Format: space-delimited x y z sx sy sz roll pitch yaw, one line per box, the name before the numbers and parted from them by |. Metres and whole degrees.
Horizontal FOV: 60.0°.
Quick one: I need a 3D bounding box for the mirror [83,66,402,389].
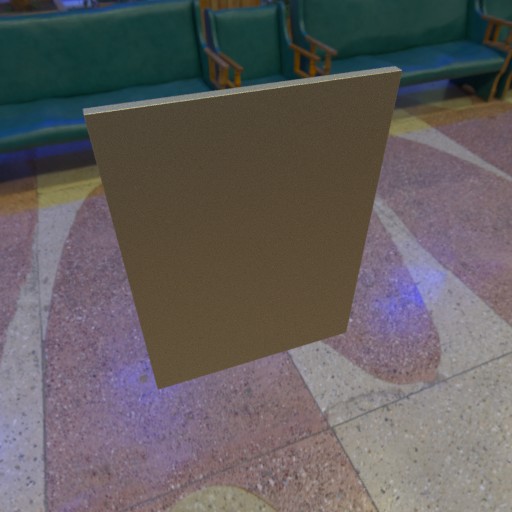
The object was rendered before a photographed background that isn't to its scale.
mirror | 0.000 0.000 1.347 0.756 1.023 0.032 -14 43 -15
